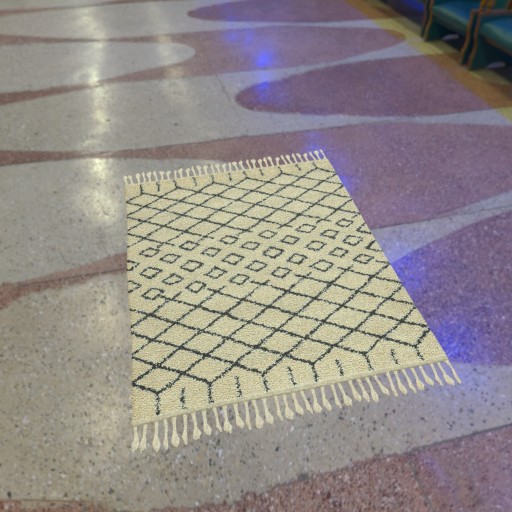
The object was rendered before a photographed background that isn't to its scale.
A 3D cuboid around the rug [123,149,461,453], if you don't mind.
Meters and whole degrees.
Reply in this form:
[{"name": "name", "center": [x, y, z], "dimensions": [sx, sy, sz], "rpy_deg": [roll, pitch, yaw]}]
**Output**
[{"name": "rug", "center": [0.000, 0.000, 4.158], "dimensions": [2.388, 0.030, 3.213], "rpy_deg": [-9, 46, -9]}]
